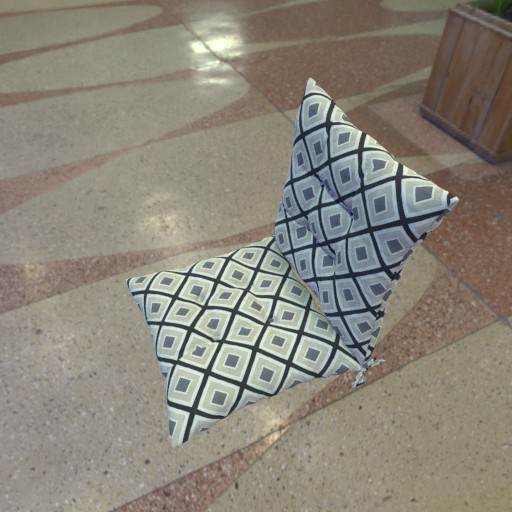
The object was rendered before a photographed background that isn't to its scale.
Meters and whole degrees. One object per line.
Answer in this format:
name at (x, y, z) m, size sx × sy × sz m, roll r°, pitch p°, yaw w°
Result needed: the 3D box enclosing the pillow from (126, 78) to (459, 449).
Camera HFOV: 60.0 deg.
pillow at (0.000, 0.000, 0.996) m, size 0.585 × 0.536 × 0.541 m, roll -17°, pitch 48°, yaw -16°
